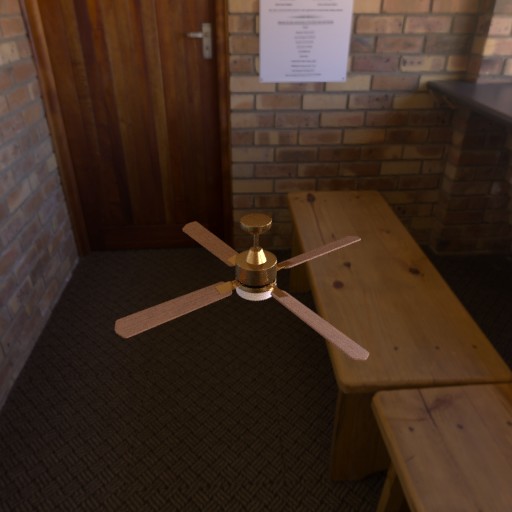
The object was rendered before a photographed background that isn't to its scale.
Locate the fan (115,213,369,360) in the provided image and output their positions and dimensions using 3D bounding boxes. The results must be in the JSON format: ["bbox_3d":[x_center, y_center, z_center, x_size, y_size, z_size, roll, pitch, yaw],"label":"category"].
[{"bbox_3d":[0.000,0.000,1.970,1.320,0.355,1.320,-20,36,-30],"label":"fan"}]
